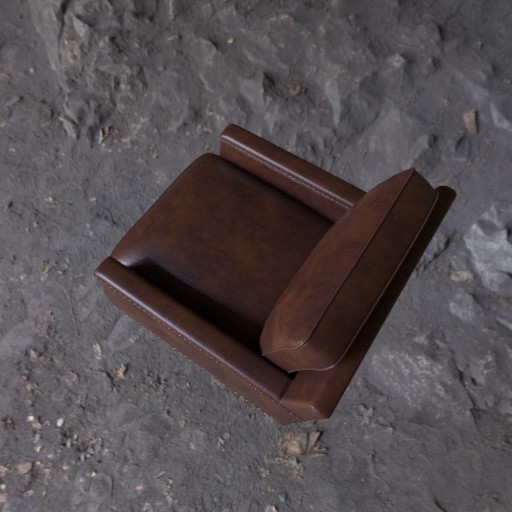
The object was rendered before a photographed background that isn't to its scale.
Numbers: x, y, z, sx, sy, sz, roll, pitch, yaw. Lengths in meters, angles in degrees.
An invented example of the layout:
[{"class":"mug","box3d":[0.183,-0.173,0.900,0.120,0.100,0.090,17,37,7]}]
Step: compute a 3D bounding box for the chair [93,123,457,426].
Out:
[{"class":"chair","box3d":[0.000,0.000,1.704,1.014,0.929,0.853,31,68,14]}]
